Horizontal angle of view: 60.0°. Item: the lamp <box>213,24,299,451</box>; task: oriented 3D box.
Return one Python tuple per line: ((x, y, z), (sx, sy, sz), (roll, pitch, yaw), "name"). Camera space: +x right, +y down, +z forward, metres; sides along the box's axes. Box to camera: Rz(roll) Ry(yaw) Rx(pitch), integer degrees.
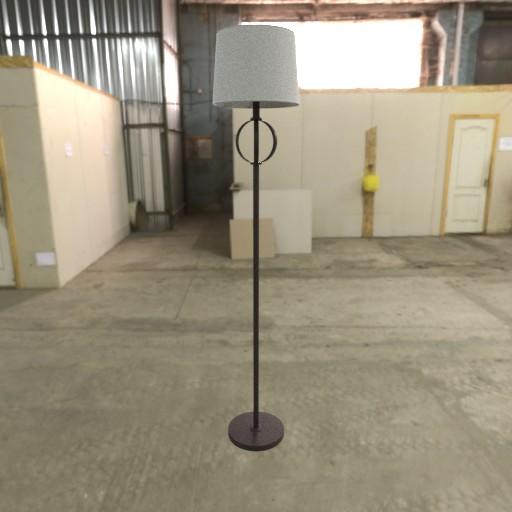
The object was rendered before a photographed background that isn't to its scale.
((0.000, 0.000, 1.597), (0.286, 1.462, 0.286), (7, 16, 26), "lamp")
